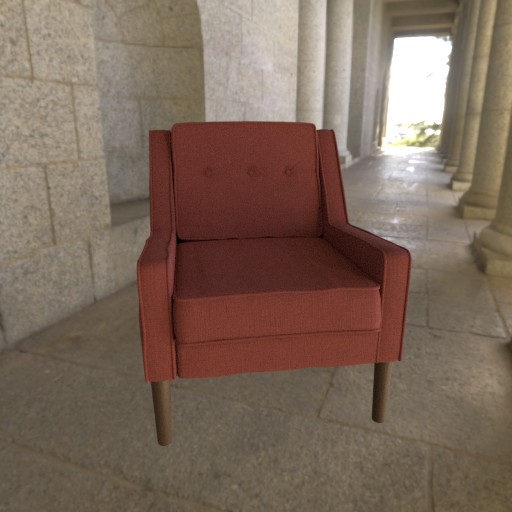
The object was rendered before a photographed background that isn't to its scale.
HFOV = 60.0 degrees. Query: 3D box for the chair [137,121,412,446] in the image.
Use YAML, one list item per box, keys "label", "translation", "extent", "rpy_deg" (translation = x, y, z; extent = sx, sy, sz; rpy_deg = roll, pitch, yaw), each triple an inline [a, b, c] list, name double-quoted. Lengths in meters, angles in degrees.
- label: "chair"
  translation: [0.000, 0.000, 1.395]
  extent: [0.680, 0.812, 0.770]
  rpy_deg: [-3, 17, -8]
